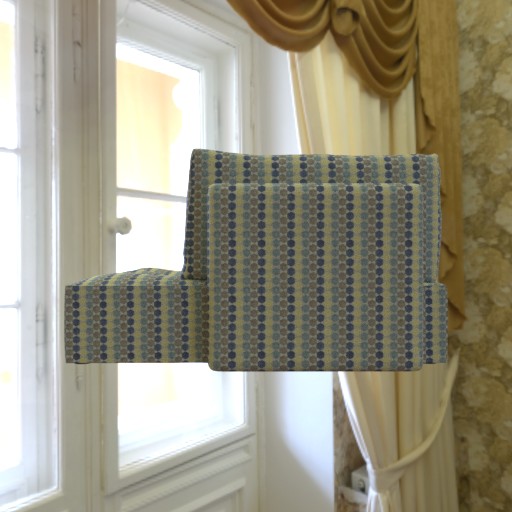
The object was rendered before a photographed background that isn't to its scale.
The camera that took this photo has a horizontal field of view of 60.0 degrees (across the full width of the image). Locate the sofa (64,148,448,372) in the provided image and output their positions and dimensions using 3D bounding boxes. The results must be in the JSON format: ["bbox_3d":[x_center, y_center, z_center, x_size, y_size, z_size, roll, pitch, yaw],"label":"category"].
[{"bbox_3d":[0.000,0.000,2.036,1.450,0.820,1.000,0,0,0],"label":"sofa"}]
